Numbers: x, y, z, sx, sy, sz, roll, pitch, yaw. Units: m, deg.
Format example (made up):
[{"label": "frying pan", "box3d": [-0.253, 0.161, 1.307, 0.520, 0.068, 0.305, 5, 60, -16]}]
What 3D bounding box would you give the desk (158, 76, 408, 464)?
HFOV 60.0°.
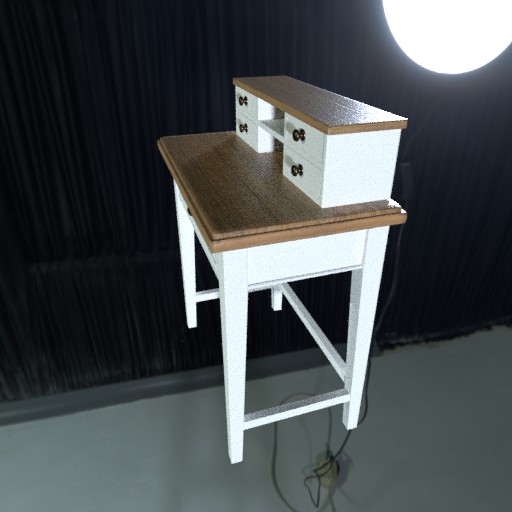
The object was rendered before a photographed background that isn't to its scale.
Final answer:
[{"label": "desk", "box3d": [0.000, 0.000, 1.432, 0.462, 0.981, 0.814, -9, 31, -16]}]
